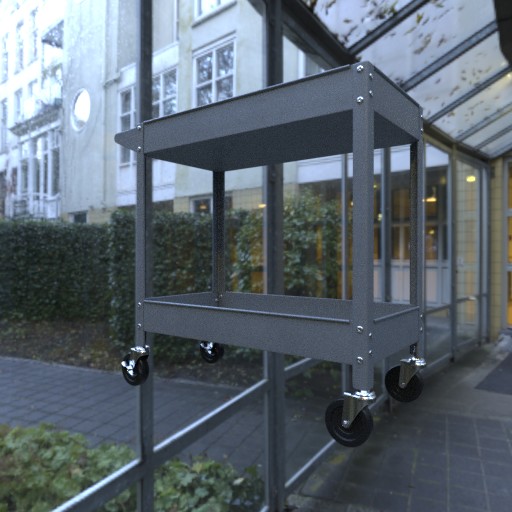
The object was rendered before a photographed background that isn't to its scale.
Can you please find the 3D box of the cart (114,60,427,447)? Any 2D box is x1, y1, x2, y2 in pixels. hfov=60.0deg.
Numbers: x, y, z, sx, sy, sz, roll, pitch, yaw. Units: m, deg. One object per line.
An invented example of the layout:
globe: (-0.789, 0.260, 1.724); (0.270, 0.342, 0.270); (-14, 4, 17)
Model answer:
cart: (0.000, 0.000, 1.167); (0.779, 0.719, 0.366); (0, 0, 37)
